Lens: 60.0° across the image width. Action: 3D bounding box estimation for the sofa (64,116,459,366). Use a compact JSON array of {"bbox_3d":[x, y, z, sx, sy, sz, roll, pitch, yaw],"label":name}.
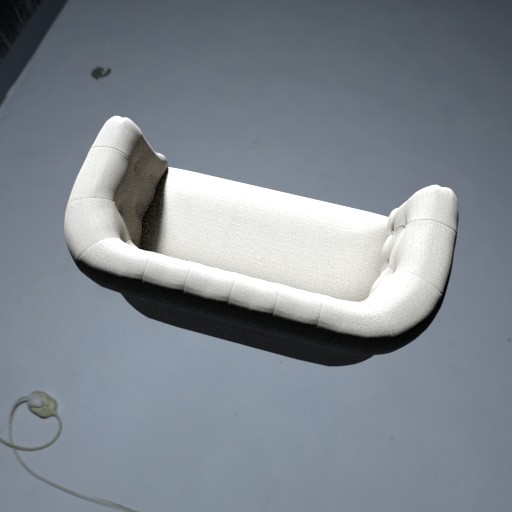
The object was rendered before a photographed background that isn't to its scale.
[{"bbox_3d":[0.000,0.000,2.067,1.558,0.827,0.835,14,66,6],"label":"sofa"}]
